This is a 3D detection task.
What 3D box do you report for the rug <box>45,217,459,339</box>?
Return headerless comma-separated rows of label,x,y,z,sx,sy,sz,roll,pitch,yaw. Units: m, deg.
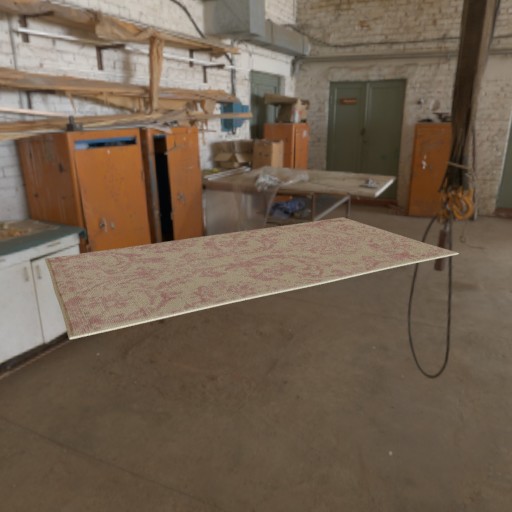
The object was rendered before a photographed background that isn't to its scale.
rug,0.000,0.000,1.452,1.219,0.007,0.604,-10,20,-27
